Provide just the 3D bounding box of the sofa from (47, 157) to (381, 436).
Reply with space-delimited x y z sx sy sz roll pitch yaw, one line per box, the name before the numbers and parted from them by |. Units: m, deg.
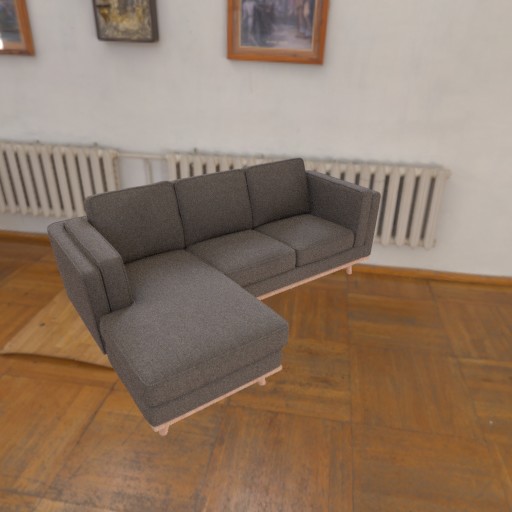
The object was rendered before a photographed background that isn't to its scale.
sofa | 0.000 0.000 3.171 2.411 0.929 1.604 -18 31 -31
